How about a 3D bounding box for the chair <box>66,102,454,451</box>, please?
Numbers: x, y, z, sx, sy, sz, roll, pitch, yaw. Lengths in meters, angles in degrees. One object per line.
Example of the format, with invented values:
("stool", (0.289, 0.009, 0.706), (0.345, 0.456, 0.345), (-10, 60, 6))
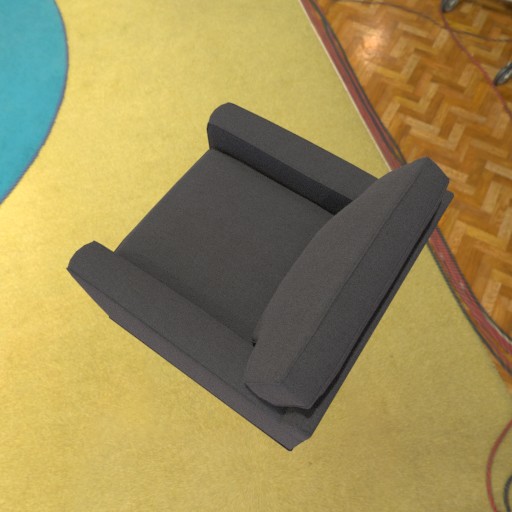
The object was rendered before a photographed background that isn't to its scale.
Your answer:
("chair", (0.000, 0.000, 1.778), (1.043, 0.913, 0.997), (32, 68, 15))
